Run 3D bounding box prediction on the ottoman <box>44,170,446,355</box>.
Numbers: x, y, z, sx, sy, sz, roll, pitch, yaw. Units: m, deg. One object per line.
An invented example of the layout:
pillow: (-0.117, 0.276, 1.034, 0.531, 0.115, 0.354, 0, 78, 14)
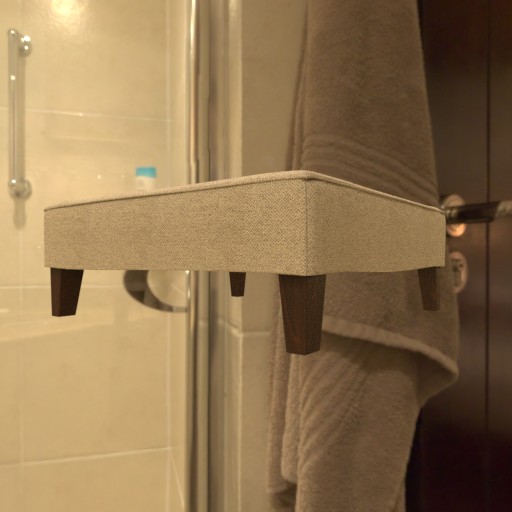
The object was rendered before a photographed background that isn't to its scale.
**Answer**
ottoman: (0.000, 0.000, 1.488, 0.982, 0.381, 0.973, 0, 0, 37)
